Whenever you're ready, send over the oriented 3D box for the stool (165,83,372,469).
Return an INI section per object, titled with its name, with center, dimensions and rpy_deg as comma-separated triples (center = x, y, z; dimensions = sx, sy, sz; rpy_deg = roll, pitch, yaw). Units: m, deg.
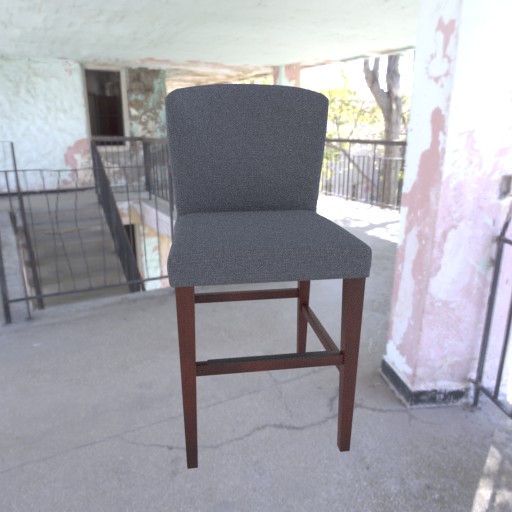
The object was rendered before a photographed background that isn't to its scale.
[stool]
center = 0.000, 0.000, 1.271
dimensions = 0.479, 0.968, 0.568
rpy_deg = -2, 17, -8
